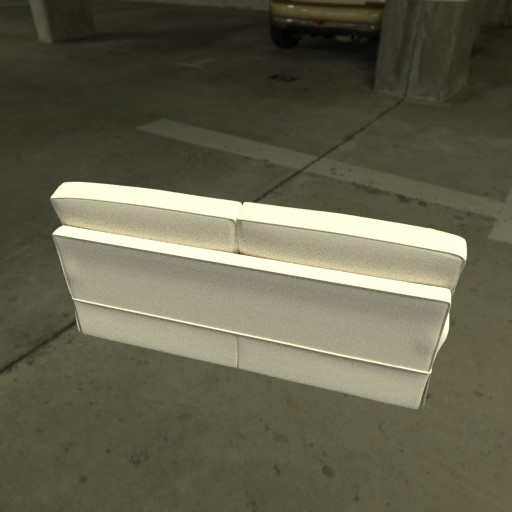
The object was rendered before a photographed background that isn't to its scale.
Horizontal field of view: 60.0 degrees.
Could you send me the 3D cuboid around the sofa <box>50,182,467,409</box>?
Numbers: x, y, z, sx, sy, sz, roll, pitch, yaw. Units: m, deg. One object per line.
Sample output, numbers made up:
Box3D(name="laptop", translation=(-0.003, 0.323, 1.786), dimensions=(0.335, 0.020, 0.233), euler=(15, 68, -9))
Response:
Box3D(name="sofa", translation=(0.000, 0.000, 2.488), dimensions=(2.021, 0.937, 0.862), euler=(9, 35, 13))
